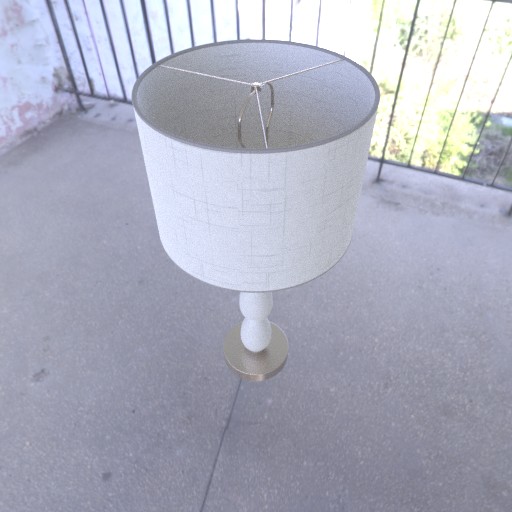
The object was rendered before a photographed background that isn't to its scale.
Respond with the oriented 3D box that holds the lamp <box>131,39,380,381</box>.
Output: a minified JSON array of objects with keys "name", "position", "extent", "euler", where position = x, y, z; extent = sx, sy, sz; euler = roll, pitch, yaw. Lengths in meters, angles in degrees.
[{"name":"lamp","position":[0.000,0.000,0.704],"extent":[0.280,0.559,0.282],"euler":[19,48,17]}]
